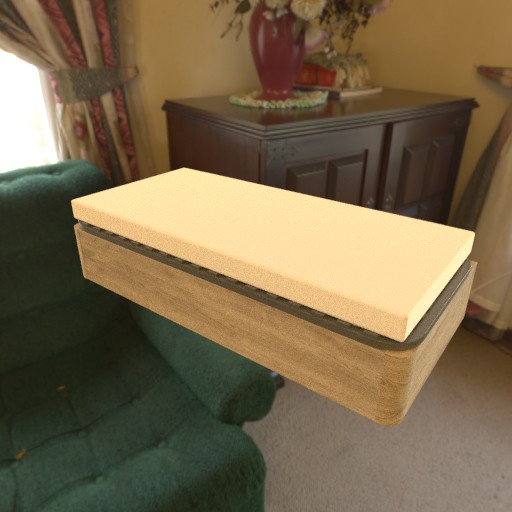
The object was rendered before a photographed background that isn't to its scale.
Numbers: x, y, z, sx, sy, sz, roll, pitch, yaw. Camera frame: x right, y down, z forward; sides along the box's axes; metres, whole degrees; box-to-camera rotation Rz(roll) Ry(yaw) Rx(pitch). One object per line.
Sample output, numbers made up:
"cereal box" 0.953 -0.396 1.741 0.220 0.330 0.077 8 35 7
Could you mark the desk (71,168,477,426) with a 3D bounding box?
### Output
"desk" 0.000 0.000 2.279 1.900 0.455 0.900 18 32 33
